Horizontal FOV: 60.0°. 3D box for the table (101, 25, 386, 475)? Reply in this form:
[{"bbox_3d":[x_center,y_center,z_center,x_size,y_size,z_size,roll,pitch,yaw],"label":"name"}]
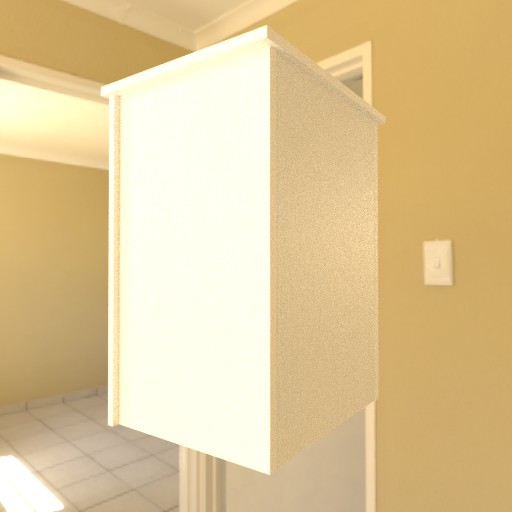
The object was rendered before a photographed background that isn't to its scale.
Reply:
[{"bbox_3d":[0.000,0.000,0.918,0.381,0.635,0.480,-1,-1,36],"label":"table"}]
